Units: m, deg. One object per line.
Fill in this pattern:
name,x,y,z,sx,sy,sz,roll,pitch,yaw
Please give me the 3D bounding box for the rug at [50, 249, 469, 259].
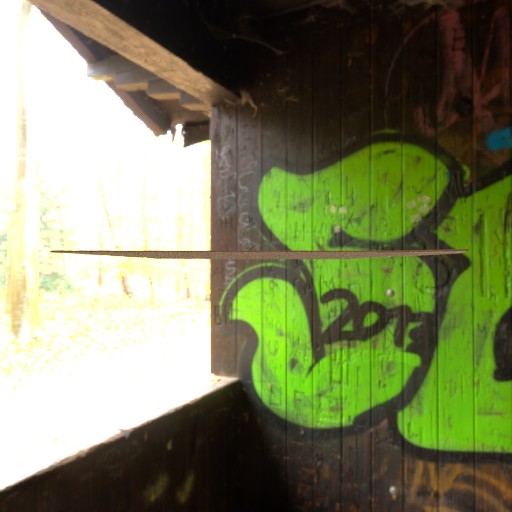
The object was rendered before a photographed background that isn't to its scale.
rug,0.000,0.000,4.088,2.431,0.021,3.057,0,-1,-1
